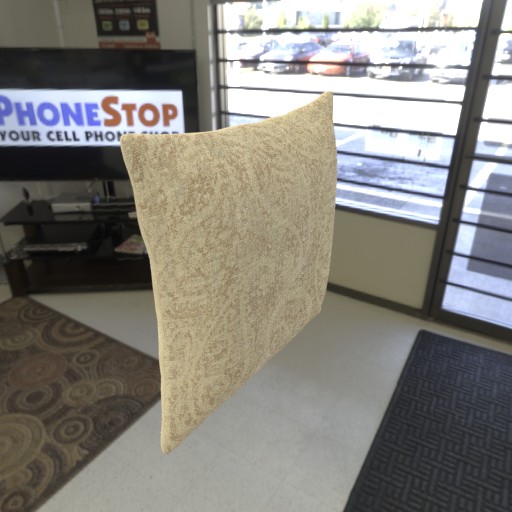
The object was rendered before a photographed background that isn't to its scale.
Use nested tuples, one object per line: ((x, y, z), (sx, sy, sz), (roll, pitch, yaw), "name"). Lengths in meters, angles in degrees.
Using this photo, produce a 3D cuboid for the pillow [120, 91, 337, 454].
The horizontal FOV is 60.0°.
((0.000, 0.000, 0.793), (0.166, 0.510, 0.523), (18, 32, 31), "pillow")
